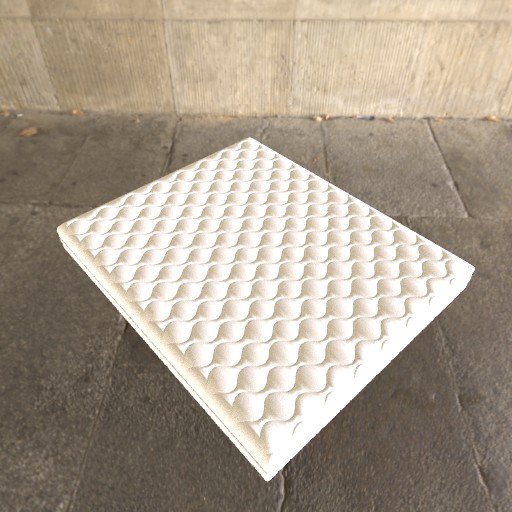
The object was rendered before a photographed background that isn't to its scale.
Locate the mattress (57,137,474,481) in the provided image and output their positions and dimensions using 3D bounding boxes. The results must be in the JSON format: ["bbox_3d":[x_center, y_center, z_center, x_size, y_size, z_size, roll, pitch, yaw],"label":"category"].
[{"bbox_3d":[0.000,0.000,2.642,1.600,0.200,1.900,-33,53,-28],"label":"mattress"}]
